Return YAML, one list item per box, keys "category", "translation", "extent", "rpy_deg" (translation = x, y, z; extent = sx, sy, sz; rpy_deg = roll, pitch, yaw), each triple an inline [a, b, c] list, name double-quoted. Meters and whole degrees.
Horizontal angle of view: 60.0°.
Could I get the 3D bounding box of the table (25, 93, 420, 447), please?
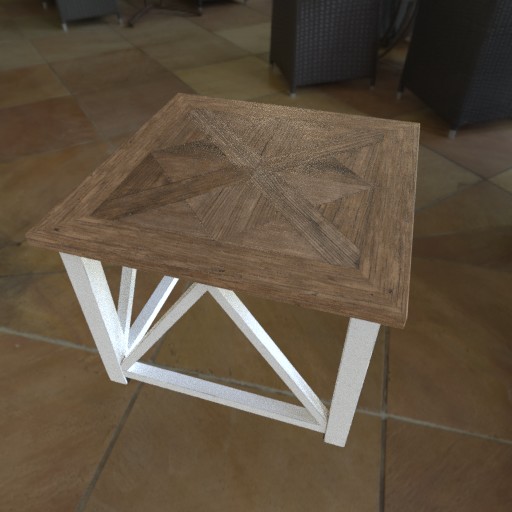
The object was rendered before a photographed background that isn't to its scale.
- category: "table"
  translation: [0.000, 0.000, 1.185]
  extent: [0.700, 0.532, 0.700]
  rpy_deg: [12, 43, 12]
